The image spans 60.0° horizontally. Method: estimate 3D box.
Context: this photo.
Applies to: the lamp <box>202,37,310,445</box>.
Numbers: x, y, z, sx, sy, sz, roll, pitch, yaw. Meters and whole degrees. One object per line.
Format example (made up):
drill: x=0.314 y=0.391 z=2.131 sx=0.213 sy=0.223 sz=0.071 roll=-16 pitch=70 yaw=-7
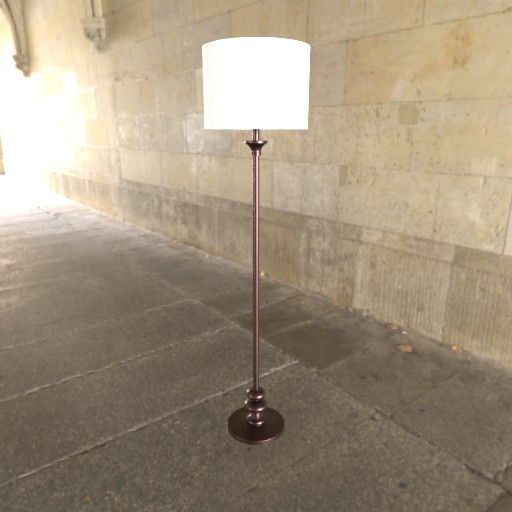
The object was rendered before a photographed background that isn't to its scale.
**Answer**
lamp: x=0.000 y=0.000 z=1.668 sx=0.356 sy=1.487 sz=0.356 roll=2 pitch=16 yaw=7
